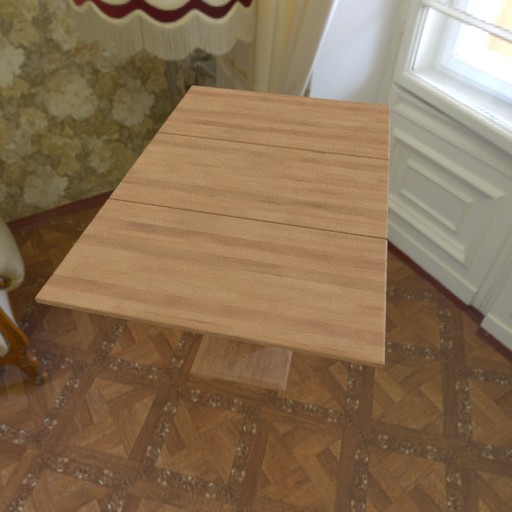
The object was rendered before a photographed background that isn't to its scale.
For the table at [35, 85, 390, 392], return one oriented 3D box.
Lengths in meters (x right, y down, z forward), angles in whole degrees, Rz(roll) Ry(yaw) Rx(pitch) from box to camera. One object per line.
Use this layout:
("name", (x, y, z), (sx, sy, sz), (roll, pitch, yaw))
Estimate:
("table", (0.000, 0.000, 1.811), (0.900, 0.770, 1.300), (9, 46, 9))
